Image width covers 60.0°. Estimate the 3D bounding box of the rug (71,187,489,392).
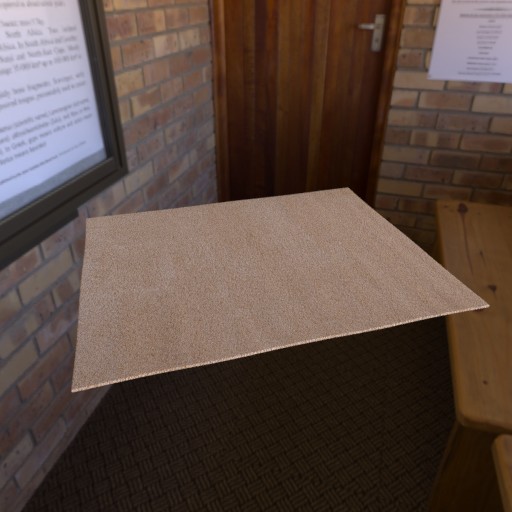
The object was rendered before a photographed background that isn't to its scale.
[{"bbox_3d":[0.000,0.000,4.001,3.000,0.025,2.400,-9,32,-14],"label":"rug"}]
